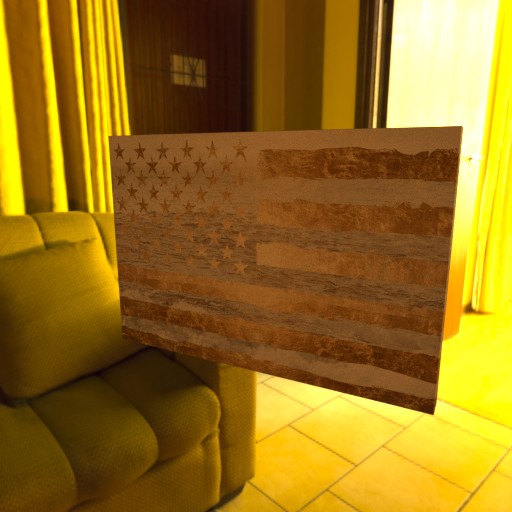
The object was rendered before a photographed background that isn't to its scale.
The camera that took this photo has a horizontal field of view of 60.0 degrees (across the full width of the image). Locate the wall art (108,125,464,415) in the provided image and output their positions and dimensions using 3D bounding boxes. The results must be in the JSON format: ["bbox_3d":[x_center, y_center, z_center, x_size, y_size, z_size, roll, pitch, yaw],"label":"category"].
[{"bbox_3d":[0.000,0.000,0.756,0.606,0.407,0.041,6,14,27],"label":"wall art"}]
